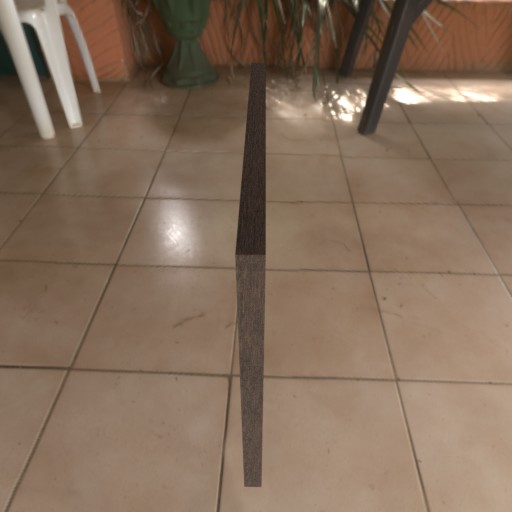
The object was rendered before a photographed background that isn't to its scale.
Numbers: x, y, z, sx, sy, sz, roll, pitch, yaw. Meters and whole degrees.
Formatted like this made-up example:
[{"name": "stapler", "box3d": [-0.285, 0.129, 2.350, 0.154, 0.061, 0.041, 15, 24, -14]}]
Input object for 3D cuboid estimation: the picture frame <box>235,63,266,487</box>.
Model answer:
[{"name": "picture frame", "box3d": [0.000, 0.000, 0.736, 0.026, 0.455, 0.546, 1, 40, 1]}]
